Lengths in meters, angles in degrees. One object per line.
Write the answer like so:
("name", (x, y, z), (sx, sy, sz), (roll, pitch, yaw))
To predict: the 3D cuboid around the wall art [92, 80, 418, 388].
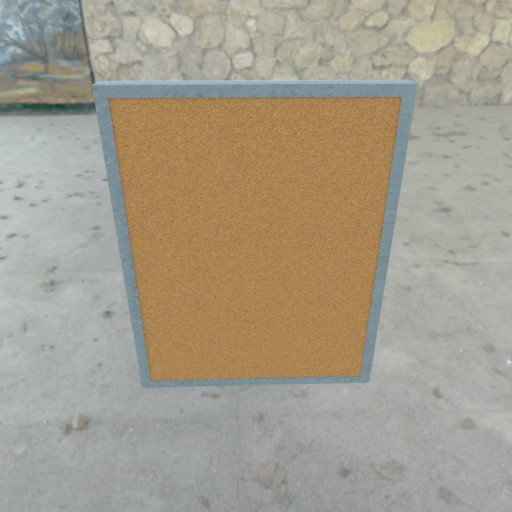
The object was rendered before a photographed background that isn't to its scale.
("wall art", (0.000, 0.000, 0.692), (0.409, 0.509, 0.037), (-1, 28, -2))
